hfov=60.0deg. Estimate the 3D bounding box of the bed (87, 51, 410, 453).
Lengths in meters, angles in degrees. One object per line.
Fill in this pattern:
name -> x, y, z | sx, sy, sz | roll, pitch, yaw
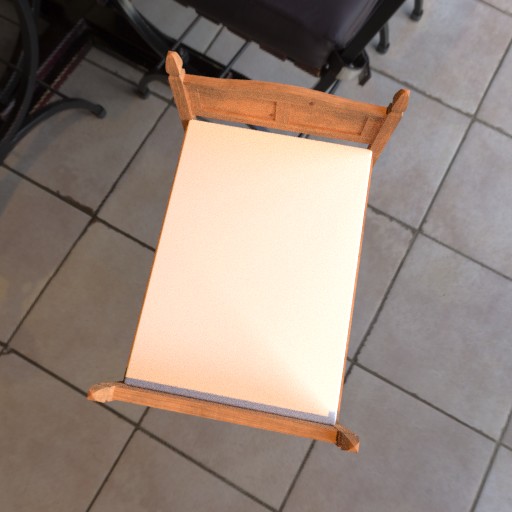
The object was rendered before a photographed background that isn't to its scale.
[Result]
bed -> 0.000, 0.000, 2.895 | 1.490, 1.100, 2.069 | 10, 76, 3
